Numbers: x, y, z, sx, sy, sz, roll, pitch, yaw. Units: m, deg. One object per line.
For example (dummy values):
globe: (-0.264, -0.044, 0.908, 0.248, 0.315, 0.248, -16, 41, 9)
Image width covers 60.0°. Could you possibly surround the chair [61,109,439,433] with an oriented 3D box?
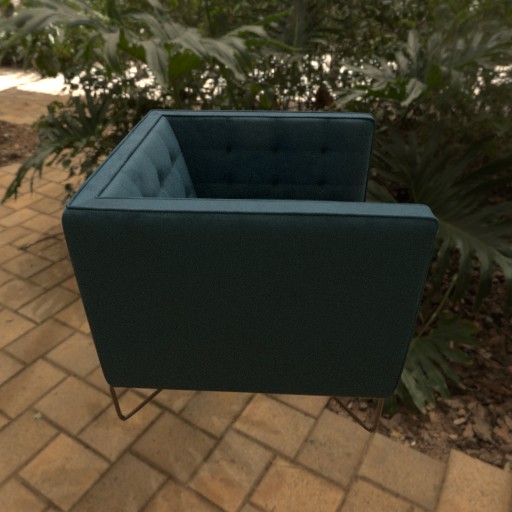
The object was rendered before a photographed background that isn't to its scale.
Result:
chair: (0.000, 0.000, 1.561, 0.894, 0.790, 0.880, 1, 33, 2)
